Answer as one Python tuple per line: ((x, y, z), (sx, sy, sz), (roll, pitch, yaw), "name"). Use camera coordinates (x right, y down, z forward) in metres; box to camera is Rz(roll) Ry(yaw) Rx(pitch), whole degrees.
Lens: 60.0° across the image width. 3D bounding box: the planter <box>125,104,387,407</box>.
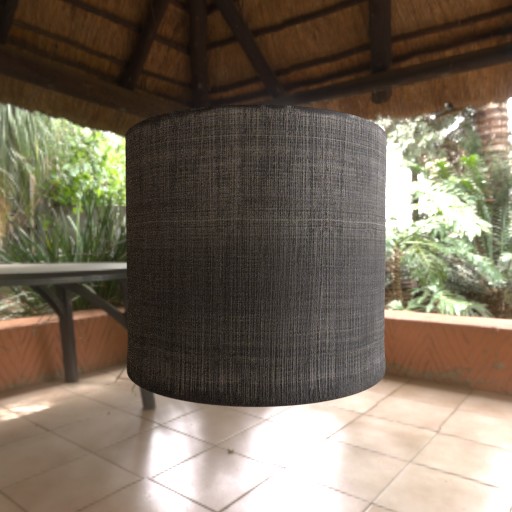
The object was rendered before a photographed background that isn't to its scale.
((0.000, 0.000, 0.315), (0.178, 0.157, 0.178), (0, 1, 0), "planter")
